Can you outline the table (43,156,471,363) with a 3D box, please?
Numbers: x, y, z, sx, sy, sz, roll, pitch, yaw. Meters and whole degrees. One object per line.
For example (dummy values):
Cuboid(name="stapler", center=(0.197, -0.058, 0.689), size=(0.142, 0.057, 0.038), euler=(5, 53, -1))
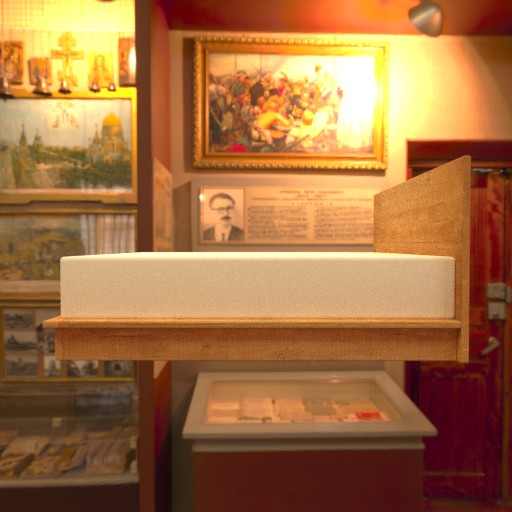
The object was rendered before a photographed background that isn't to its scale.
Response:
Cuboid(name="table", center=(0.000, 0.000, 3.077), size=(2.149, 1.041, 1.707), euler=(0, 1, 0))
